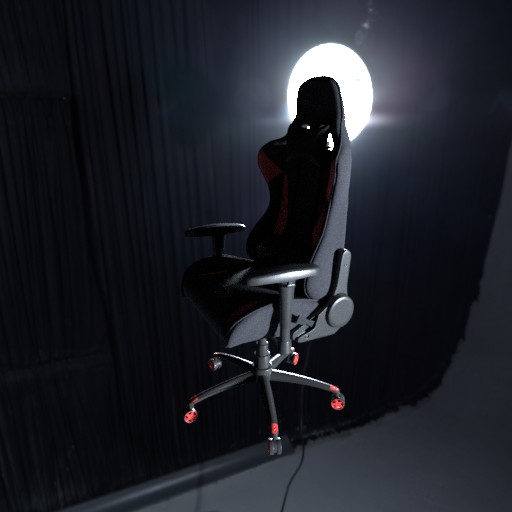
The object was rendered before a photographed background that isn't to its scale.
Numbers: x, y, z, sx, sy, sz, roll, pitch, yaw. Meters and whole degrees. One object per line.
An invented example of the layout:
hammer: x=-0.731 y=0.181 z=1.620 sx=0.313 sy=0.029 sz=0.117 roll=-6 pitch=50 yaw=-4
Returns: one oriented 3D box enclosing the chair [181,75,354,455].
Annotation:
chair: x=0.000 y=0.000 z=1.737 sx=0.658 sy=1.326 sz=0.695 roll=-8 pitch=20 yaw=-24
